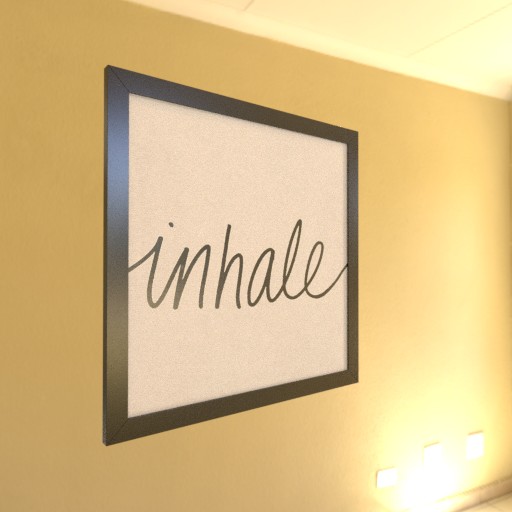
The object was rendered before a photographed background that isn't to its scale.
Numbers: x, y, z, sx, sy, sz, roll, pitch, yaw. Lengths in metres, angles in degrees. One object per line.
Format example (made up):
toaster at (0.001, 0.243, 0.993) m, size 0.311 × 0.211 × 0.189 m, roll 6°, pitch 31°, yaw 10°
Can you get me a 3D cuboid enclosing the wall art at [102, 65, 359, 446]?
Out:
wall art at (0.000, 0.000, 0.656) m, size 0.446 × 0.445 × 0.014 m, roll 0°, pitch -1°, yaw -37°
